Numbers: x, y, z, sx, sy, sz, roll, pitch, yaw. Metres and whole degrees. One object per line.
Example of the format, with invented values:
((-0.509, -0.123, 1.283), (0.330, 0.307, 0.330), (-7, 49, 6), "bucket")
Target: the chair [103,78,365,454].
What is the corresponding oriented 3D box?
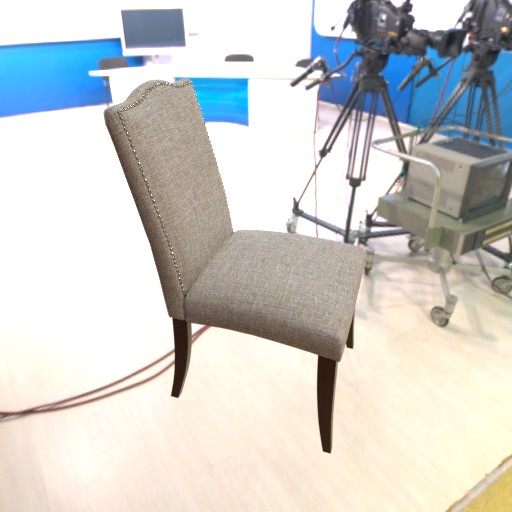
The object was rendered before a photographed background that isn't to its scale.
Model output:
((0.000, 0.000, 1.404), (0.660, 1.016, 0.513), (10, 33, 16), "chair")
